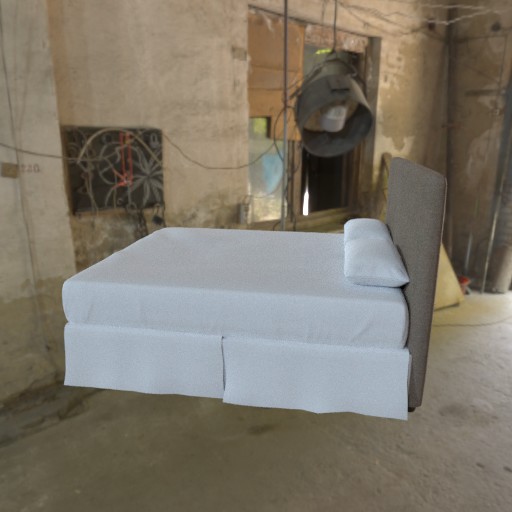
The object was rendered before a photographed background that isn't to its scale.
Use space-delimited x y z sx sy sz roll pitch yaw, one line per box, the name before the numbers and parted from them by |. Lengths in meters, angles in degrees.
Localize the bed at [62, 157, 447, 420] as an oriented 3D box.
bed | 0.000 0.000 3.158 2.142 1.330 1.723 3 16 10
